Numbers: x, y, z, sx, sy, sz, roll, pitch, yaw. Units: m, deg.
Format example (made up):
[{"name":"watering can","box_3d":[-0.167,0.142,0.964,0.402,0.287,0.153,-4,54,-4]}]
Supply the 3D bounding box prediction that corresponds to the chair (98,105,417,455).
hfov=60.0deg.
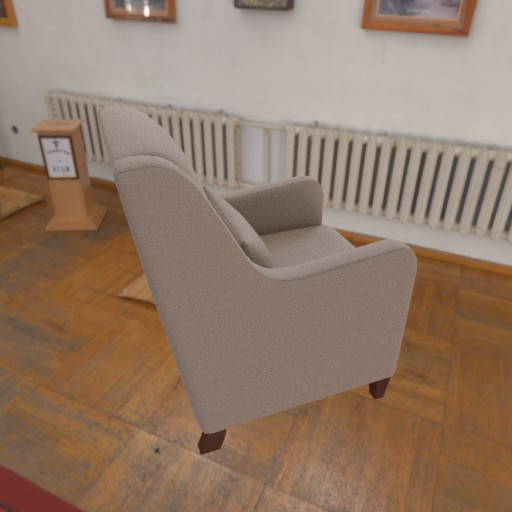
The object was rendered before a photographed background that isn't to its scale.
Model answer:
[{"name":"chair","box_3d":[0.000,0.000,1.579,0.896,1.017,0.715,-10,31,-17]}]
